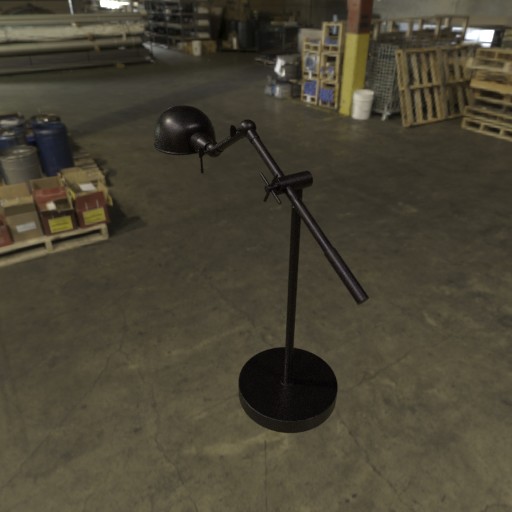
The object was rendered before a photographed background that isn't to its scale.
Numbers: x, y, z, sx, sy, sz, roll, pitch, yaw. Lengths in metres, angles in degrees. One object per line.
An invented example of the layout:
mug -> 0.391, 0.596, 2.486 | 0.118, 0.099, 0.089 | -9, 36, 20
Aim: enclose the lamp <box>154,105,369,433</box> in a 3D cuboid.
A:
lamp -> 0.000, 0.000, 0.799 | 0.185, 0.495, 0.567 | -18, 35, -28
